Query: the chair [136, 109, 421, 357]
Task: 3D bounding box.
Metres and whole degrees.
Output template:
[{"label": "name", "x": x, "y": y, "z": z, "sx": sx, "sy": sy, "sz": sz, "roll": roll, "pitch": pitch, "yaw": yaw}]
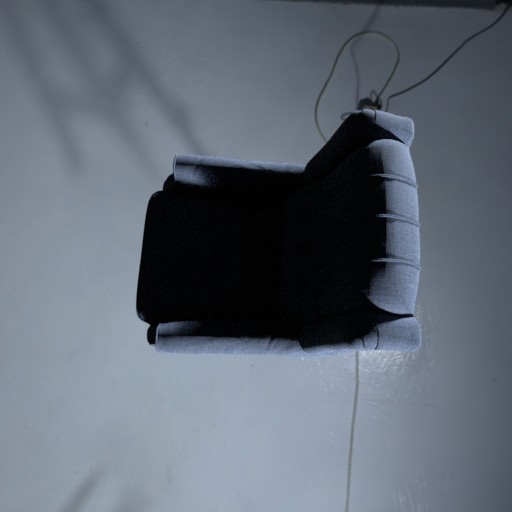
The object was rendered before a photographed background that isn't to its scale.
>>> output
[{"label": "chair", "x": 0.000, "y": 0.000, "z": 1.648, "sx": 0.898, "sy": 1.035, "sz": 0.742, "roll": 3, "pitch": 76, "yaw": 1}]
